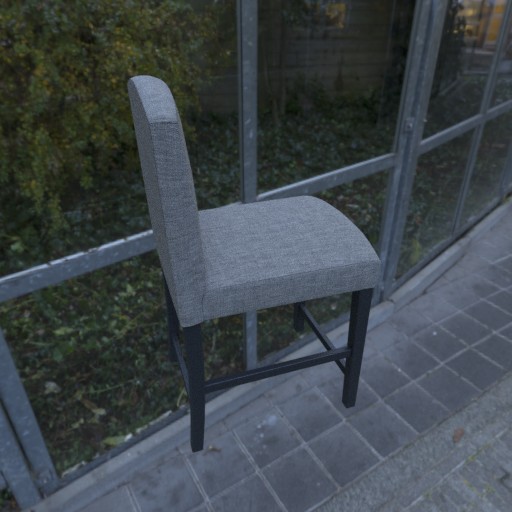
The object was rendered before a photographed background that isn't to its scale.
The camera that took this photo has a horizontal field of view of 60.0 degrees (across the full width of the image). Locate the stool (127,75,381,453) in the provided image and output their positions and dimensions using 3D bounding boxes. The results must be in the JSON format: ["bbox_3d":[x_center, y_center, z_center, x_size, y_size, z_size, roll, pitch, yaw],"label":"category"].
[{"bbox_3d":[0.000,0.000,1.253,0.552,0.966,0.451,-10,31,-16],"label":"stool"}]
